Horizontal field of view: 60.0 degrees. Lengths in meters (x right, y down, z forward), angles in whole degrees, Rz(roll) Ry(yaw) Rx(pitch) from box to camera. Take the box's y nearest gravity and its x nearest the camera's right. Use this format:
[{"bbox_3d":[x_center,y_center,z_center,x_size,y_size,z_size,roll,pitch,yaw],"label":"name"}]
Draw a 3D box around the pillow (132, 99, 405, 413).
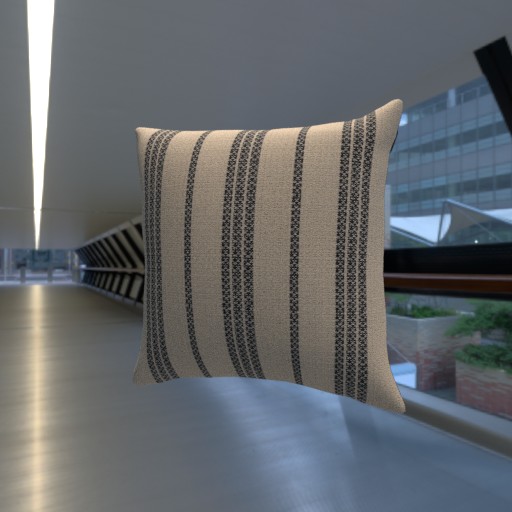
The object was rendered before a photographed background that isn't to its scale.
[{"bbox_3d":[0.000,0.000,0.636,0.405,0.406,0.173,0,0,18],"label":"pillow"}]
